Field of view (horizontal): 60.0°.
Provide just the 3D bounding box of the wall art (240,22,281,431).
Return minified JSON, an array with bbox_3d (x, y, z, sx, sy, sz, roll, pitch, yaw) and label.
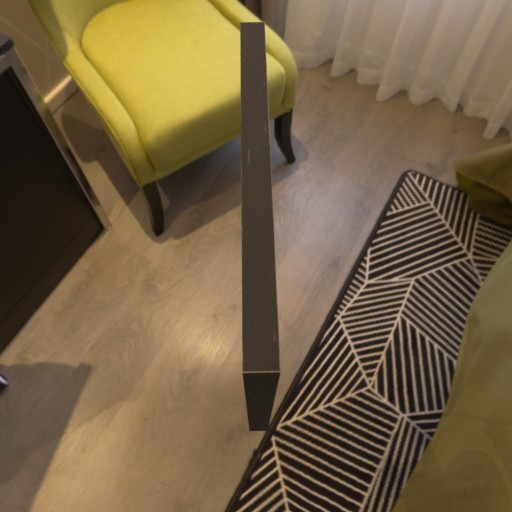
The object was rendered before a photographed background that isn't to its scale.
[{"bbox_3d":[0.000,0.000,0.753,0.036,0.506,0.506,-1,63,-1],"label":"wall art"}]
